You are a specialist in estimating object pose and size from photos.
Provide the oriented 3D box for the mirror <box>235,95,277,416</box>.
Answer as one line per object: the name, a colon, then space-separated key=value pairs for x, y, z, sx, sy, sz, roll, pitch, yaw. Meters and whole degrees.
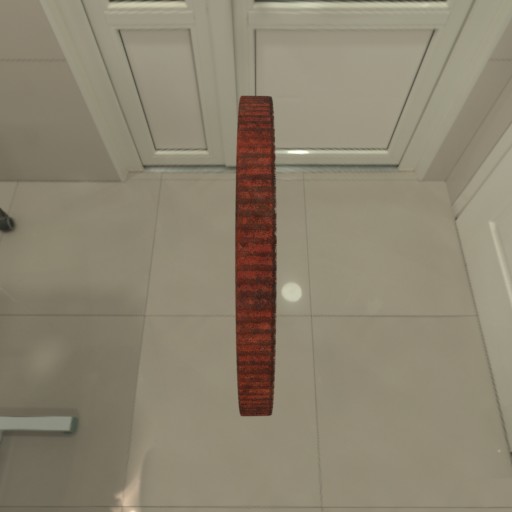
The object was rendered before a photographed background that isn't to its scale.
mirror: x=0.000 y=0.000 z=0.895 sx=0.056 sy=0.609 sz=0.609 roll=0 pitch=63 yaw=0
